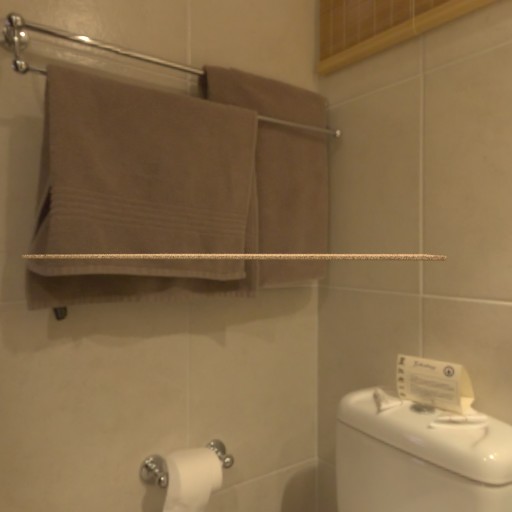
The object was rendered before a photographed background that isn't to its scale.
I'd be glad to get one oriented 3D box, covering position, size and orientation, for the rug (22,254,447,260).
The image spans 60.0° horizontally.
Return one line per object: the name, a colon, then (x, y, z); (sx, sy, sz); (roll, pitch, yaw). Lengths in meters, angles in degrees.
rug: (0.000, 0.000, 4.085); (3.000, 0.026, 2.400); (0, 1, 17)
